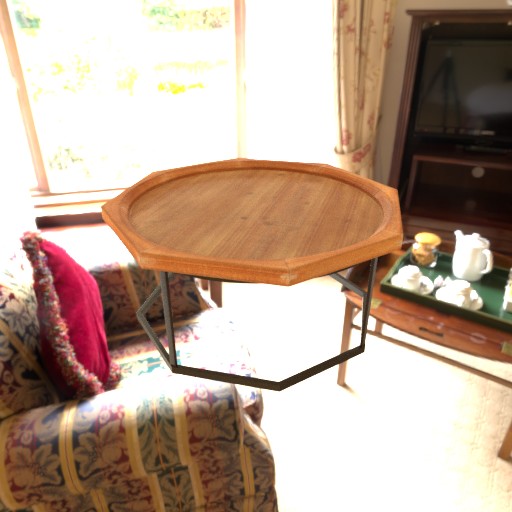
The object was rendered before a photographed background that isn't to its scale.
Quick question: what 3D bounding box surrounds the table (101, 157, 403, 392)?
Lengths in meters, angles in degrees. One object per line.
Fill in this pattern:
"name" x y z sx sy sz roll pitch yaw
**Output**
"table" 0.000 0.000 1.583 1.002 0.444 1.002 0 28 0
